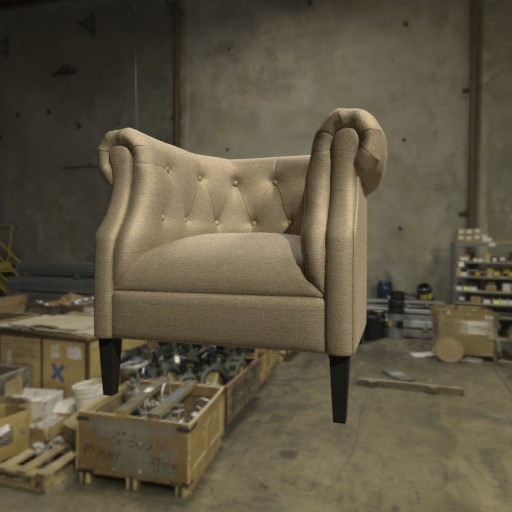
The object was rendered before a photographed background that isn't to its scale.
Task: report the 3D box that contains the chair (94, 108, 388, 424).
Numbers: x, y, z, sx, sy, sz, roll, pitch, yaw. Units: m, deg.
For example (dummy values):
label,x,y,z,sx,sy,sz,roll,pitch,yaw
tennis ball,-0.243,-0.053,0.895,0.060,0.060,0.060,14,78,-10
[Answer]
label,x,y,z,sx,sy,sz,roll,pitch,yaw
chair,0.000,0.000,1.588,0.905,0.827,0.852,0,1,18
